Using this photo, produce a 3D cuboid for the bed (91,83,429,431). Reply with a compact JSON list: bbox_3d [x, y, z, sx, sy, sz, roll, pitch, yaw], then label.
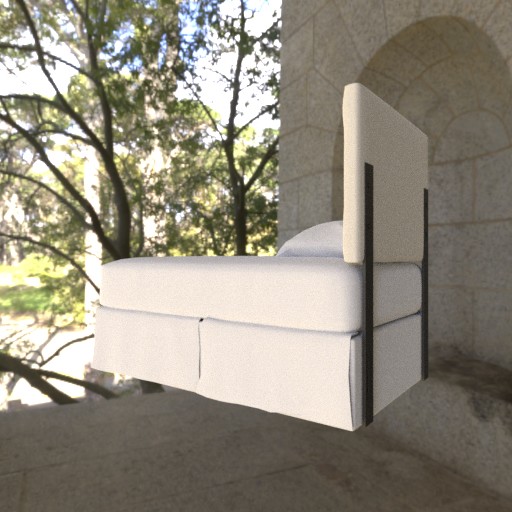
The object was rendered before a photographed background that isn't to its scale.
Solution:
[{"bbox_3d":[0.000,0.000,3.013,1.997,1.571,1.261,0,0,36],"label":"bed"}]
